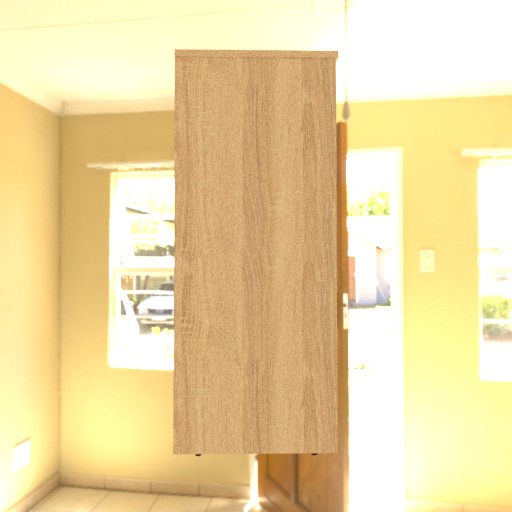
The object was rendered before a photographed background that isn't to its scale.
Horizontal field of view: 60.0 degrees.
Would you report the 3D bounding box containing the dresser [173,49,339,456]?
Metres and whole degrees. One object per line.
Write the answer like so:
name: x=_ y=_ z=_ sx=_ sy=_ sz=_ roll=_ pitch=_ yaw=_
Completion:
dresser: x=0.000 y=0.000 z=1.470 sx=0.380 sy=0.900 sz=0.980 roll=0 pitch=-1 yaw=-1
